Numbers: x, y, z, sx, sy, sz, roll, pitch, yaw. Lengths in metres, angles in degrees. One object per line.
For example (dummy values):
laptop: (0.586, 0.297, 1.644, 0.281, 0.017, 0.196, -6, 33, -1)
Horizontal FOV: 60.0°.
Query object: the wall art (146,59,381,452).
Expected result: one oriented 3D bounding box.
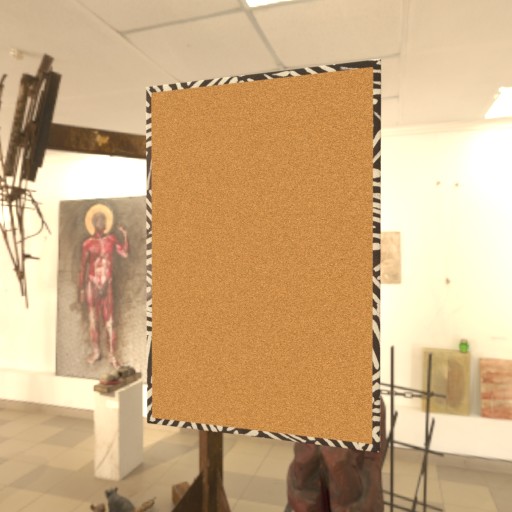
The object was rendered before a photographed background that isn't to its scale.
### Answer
wall art: (0.000, 0.000, 1.135, 0.615, 0.918, 0.035, 0, 1, 17)
